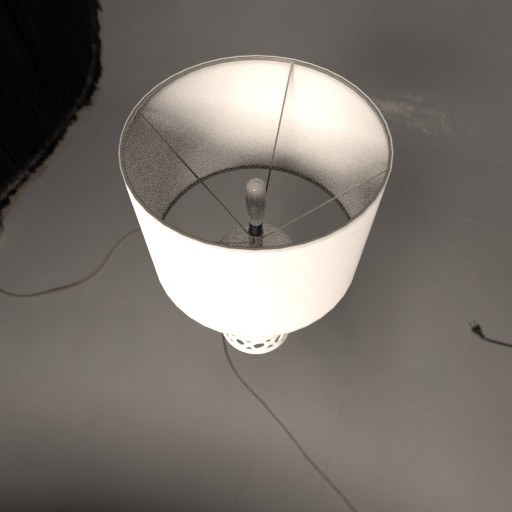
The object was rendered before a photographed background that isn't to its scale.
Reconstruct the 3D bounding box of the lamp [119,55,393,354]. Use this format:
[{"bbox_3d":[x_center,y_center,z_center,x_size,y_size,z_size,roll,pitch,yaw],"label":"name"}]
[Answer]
[{"bbox_3d":[0.000,0.000,0.712,0.310,0.502,0.310,0,58,0],"label":"lamp"}]
